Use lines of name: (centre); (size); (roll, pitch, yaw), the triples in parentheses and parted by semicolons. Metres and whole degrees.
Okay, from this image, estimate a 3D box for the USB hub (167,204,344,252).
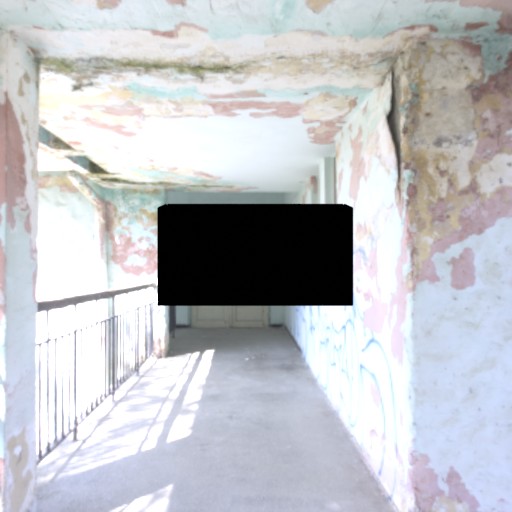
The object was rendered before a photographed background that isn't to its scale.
USB hub: (0.000, 0.000, 0.125); (0.044, 0.023, 0.110); (0, -1, 0)
